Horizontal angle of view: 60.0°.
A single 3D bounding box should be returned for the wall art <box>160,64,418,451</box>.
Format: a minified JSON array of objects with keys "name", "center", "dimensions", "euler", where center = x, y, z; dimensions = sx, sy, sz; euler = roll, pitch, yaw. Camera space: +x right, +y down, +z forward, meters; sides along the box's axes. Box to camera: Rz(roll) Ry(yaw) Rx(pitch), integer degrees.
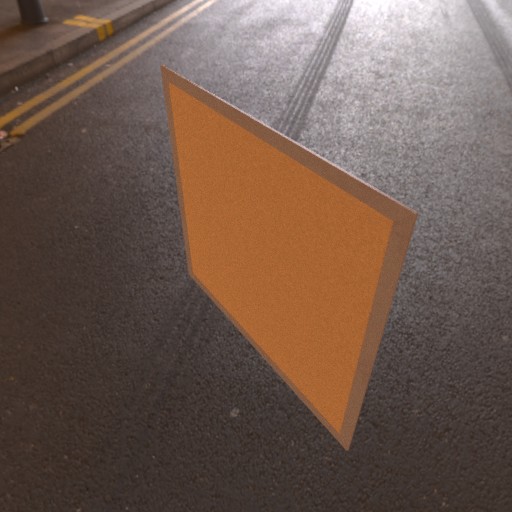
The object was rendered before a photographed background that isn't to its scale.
[{"name":"wall art","center":[0.000,0.000,1.640],"dimensions":[0.025,1.067,1.168],"euler":[-26,47,-26]}]
